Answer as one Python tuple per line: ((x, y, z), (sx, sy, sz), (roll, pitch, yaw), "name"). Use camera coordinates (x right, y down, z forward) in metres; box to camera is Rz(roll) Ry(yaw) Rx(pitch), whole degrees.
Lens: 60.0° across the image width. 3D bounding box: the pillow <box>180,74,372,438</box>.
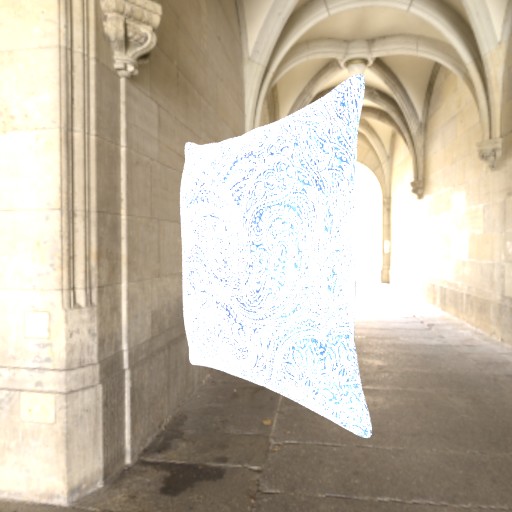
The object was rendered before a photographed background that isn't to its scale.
((0.000, 0.000, 0.817), (0.166, 0.510, 0.523), (-1, 2, -36), "pillow")
